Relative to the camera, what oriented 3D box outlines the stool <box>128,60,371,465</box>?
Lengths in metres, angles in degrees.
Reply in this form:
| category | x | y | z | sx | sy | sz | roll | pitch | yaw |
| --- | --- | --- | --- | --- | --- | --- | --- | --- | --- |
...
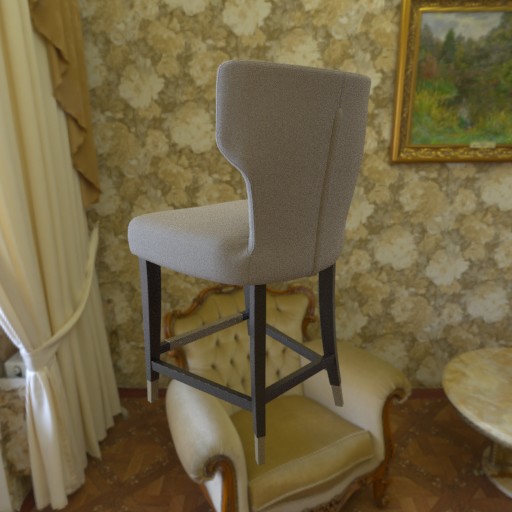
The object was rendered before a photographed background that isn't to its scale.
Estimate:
| category | x | y | z | sx | sy | sz | roll | pitch | yaw |
| --- | --- | --- | --- | --- | --- | --- | --- | --- | --- |
| stool | 0.000 | 0.000 | 1.293 | 0.527 | 0.982 | 0.563 | -15 | 22 | -43 |
